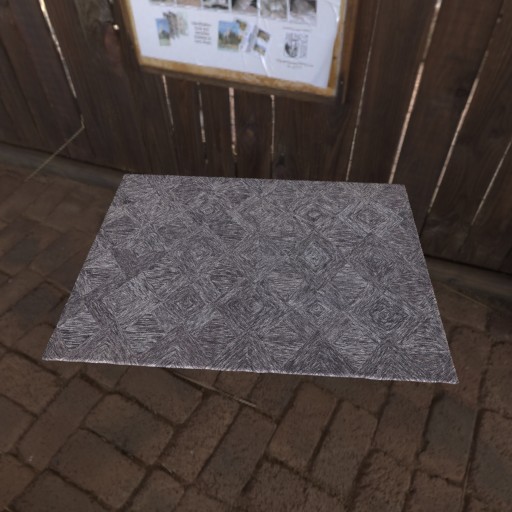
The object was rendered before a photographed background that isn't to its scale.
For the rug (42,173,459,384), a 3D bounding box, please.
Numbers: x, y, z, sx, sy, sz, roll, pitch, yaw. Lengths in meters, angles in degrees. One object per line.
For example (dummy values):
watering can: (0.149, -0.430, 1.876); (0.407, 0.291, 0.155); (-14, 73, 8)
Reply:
rug: (0.000, 0.000, 4.225); (3.204, 0.017, 2.448); (3, 46, 3)
